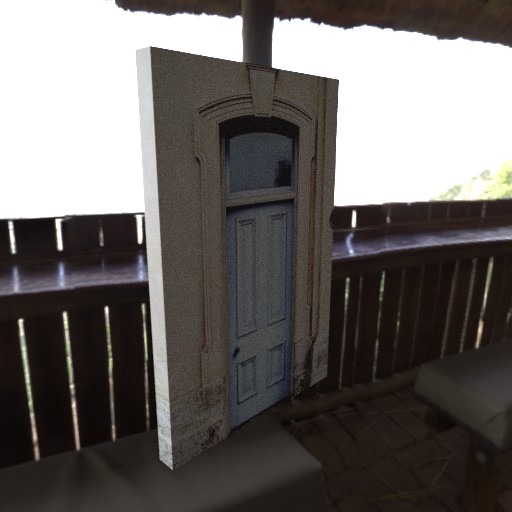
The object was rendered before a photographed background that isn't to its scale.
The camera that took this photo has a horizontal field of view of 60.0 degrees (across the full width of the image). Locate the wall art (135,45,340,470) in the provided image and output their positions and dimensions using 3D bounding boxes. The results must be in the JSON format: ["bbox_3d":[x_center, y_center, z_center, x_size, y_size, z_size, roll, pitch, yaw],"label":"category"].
[{"bbox_3d":[0.000,0.000,0.764,0.036,0.607,0.403,14,20,43],"label":"wall art"}]
